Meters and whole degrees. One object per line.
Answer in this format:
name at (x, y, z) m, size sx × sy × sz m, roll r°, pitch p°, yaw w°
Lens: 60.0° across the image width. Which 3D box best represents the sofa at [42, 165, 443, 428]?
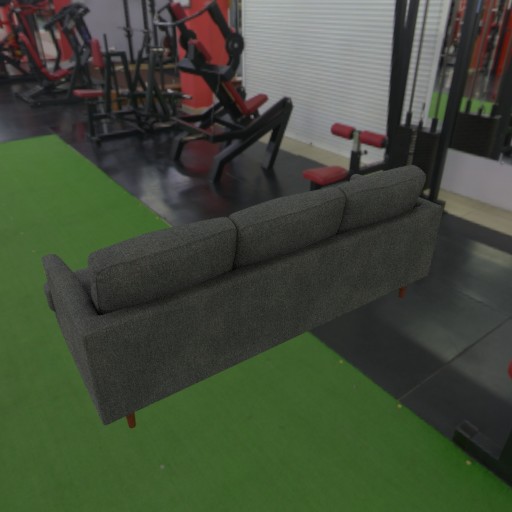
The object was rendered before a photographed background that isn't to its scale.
sofa at (0.000, 0.000, 2.645) m, size 2.246 × 0.930 × 0.903 m, roll -19°, pitch 35°, yaw -29°
